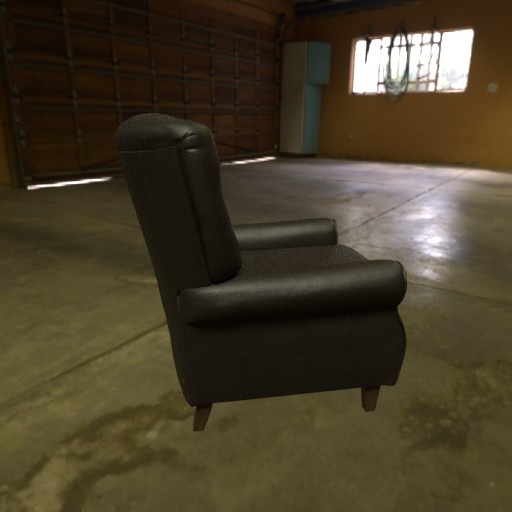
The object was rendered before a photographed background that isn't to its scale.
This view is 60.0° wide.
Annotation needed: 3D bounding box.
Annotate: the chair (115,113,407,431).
[{"bbox_3d":[0.000,0.000,1.889,1.058,1.158,0.948,-3,18,-9],"label":"chair"}]
